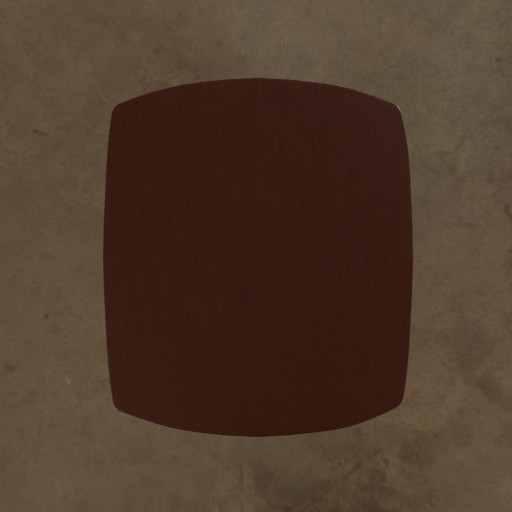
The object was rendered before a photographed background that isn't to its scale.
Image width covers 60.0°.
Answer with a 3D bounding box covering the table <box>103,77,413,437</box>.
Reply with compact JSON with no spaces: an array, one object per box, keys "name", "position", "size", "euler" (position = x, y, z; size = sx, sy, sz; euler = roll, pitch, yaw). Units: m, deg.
[{"name":"table","position":[0.000,0.000,0.865],"size":[0.433,0.496,0.502],"euler":[0,91,-1]}]
